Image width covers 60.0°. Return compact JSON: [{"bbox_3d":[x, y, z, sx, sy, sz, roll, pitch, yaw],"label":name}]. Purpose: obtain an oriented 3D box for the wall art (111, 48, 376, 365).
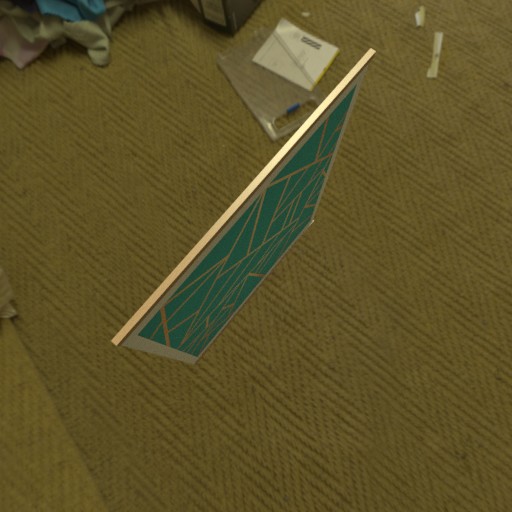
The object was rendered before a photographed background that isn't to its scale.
[{"bbox_3d":[0.000,0.000,1.314,0.013,1.016,0.758,38,78,10],"label":"wall art"}]
